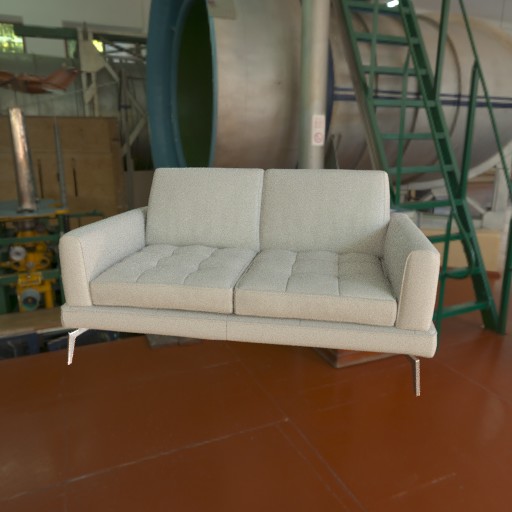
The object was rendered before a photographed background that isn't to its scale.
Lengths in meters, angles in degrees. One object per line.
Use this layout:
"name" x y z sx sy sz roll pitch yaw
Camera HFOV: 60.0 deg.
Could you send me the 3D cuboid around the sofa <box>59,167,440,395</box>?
"sofa" 0.000 0.000 2.505 1.819 0.930 1.121 3 15 10
